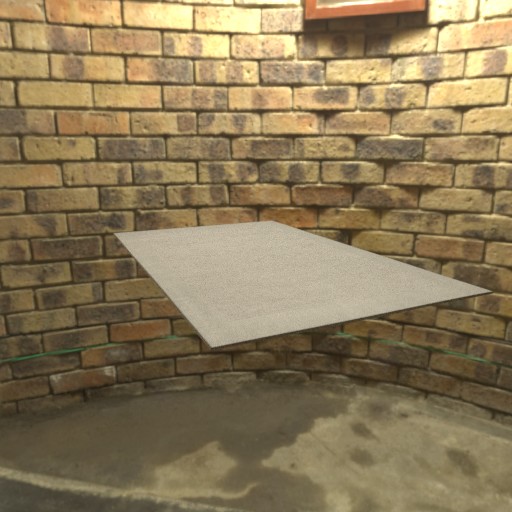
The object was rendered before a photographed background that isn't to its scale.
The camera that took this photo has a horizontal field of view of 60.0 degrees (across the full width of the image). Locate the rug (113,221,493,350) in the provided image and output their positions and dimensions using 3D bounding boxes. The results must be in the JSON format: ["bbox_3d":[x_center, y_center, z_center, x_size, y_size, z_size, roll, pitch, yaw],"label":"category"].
[{"bbox_3d":[0.000,0.000,3.011,1.524,0.014,2.438,-7,15,-25],"label":"rug"}]
